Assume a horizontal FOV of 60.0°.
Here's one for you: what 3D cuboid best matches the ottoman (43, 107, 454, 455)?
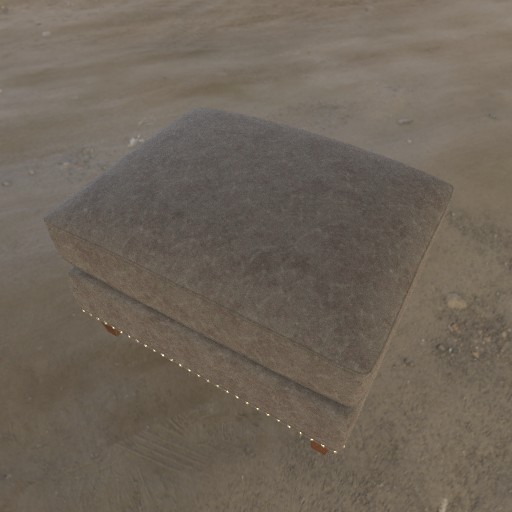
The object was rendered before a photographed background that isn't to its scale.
[{"bbox_3d":[0.000,0.000,1.103,0.741,0.513,0.584,23,51,20],"label":"ottoman"}]
